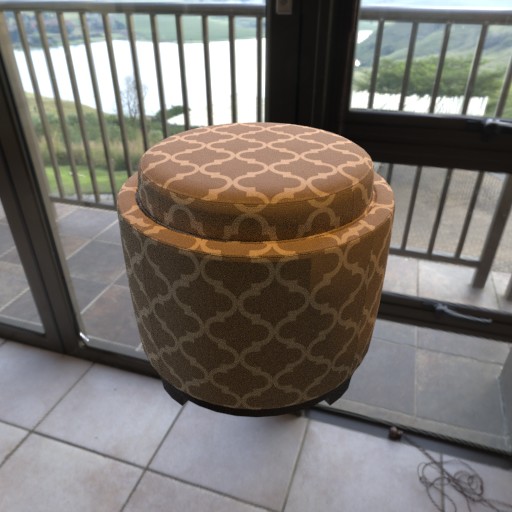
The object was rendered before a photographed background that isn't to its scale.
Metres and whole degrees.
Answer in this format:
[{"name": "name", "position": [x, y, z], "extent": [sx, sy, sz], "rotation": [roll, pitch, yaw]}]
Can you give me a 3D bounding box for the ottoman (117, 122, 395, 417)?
[{"name": "ottoman", "position": [0.000, 0.000, 0.851], "extent": [0.480, 0.429, 0.480], "rotation": [0, 32, 0]}]
